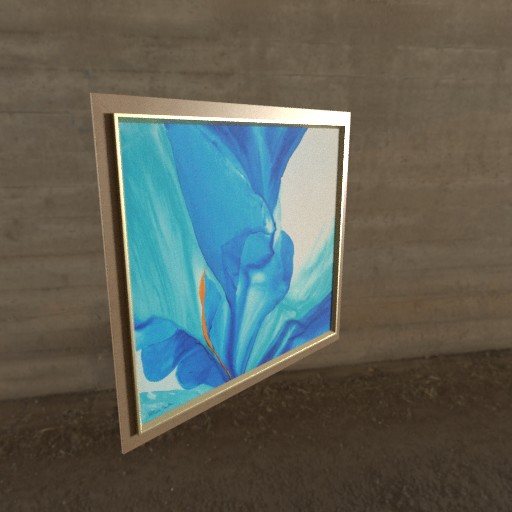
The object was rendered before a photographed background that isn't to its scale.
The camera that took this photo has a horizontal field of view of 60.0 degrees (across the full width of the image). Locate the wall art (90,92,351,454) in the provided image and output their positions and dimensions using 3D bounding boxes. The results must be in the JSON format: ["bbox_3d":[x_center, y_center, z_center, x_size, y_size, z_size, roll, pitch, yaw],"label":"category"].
[{"bbox_3d":[0.000,0.000,1.649,0.025,1.067,1.168,14,20,43],"label":"wall art"}]
